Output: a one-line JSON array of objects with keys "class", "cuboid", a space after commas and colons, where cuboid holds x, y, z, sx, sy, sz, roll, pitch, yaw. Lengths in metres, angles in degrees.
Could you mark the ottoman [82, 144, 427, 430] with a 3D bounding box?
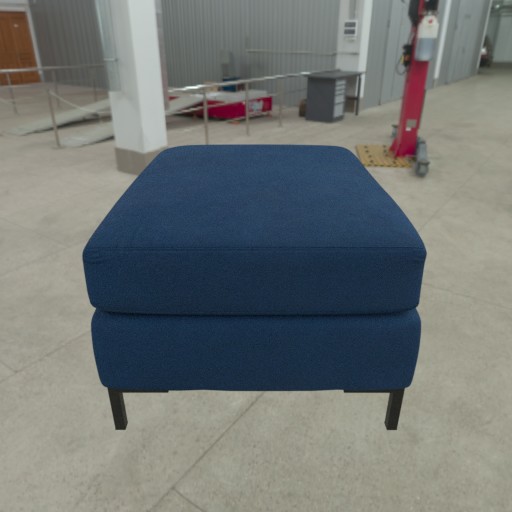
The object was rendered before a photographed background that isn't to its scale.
[{"class": "ottoman", "cuboid": [0.000, 0.000, 1.193, 0.655, 0.485, 0.794, 0, 27, 0]}]
